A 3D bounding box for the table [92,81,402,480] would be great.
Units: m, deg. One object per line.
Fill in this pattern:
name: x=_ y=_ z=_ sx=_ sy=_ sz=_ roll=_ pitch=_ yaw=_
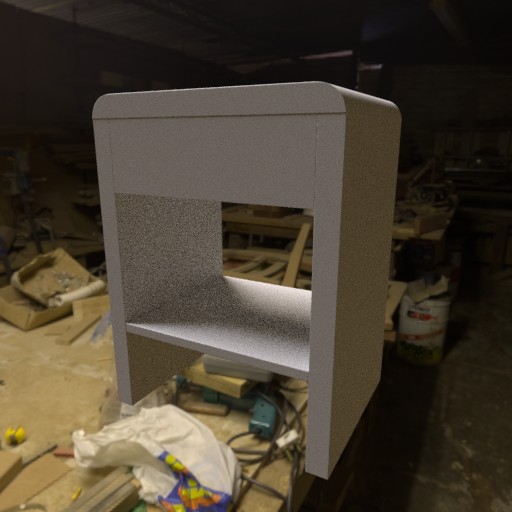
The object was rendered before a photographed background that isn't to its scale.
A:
table: x=0.000 y=0.000 z=0.873 sx=0.450 sy=0.590 sz=0.350 roll=8 pitch=17 yaw=28
